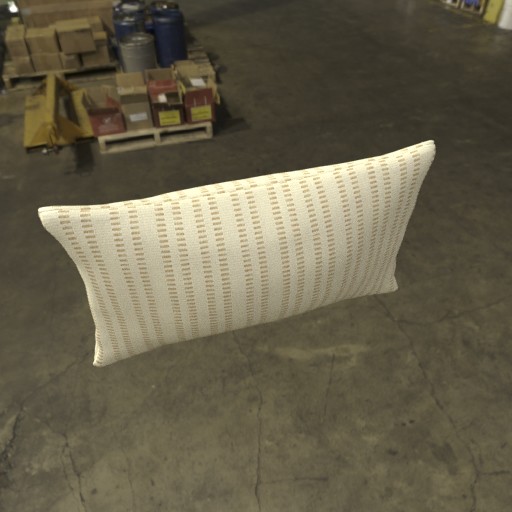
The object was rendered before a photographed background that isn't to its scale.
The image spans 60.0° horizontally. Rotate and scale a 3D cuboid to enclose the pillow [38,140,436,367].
[{"bbox_3d":[0.000,0.000,0.792,0.640,0.353,0.210,-12,43,-14],"label":"pillow"}]
